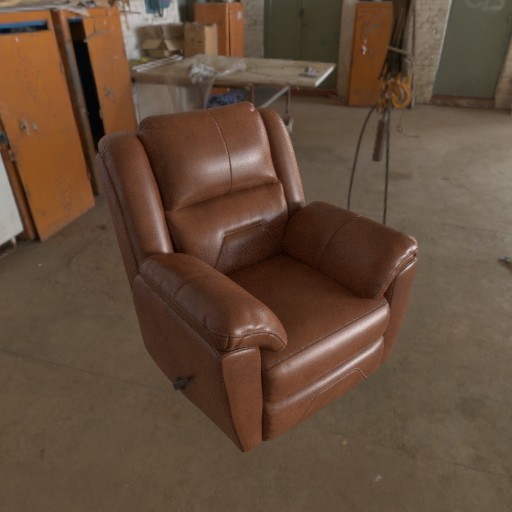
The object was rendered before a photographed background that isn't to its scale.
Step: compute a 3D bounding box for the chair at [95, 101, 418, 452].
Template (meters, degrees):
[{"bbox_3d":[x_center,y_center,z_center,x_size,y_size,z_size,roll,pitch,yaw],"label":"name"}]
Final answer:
[{"bbox_3d":[0.000,0.000,1.908,0.990,1.093,1.041,-21,37,-31],"label":"chair"}]
